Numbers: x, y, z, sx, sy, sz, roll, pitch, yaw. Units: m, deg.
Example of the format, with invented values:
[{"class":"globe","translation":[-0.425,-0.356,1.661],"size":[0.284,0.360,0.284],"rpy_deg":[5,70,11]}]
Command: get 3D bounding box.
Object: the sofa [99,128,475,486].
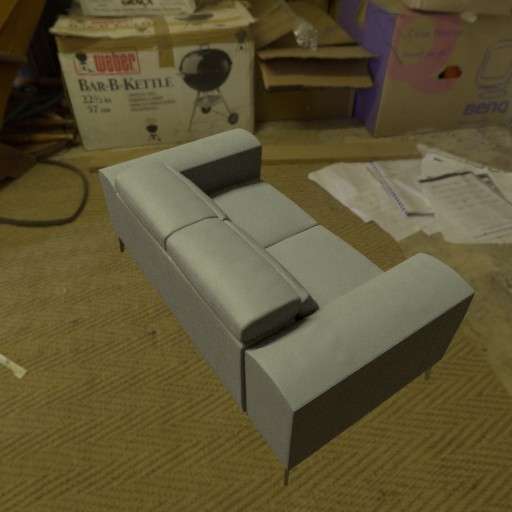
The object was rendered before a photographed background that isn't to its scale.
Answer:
[{"class":"sofa","translation":[0.000,0.000,2.389],"size":[1.003,0.779,1.895],"rpy_deg":[-24,47,-25]}]
